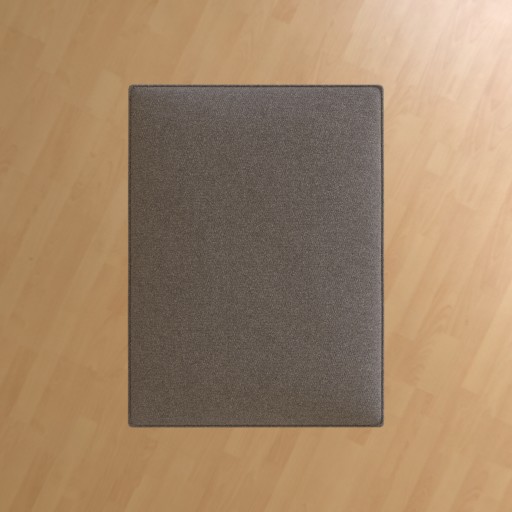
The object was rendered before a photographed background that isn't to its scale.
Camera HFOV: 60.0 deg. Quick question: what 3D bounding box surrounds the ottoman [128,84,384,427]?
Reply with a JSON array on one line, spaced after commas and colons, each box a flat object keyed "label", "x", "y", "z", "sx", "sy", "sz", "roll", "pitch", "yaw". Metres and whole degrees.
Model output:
[{"label": "ottoman", "x": 0.000, "y": 0.000, "z": 1.145, "sx": 0.583, "sy": 0.464, "sz": 0.785, "roll": 0, "pitch": 90, "yaw": 0}]
